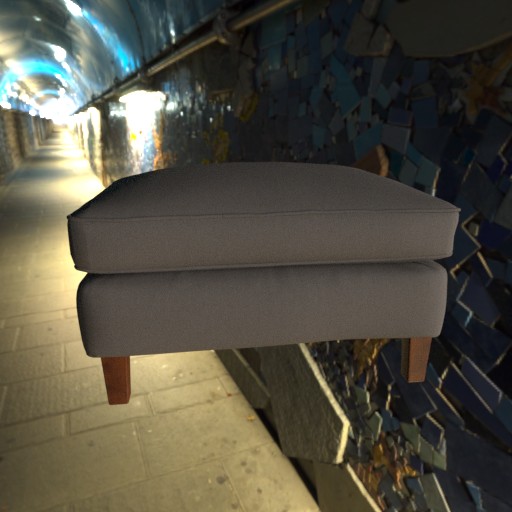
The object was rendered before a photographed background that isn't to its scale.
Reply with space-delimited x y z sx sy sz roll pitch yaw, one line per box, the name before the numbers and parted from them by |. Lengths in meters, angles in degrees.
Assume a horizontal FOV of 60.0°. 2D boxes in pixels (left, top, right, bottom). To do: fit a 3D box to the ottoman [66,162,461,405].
ottoman | 0.000 0.000 0.990 0.686 0.406 0.508 -2 17 -7
